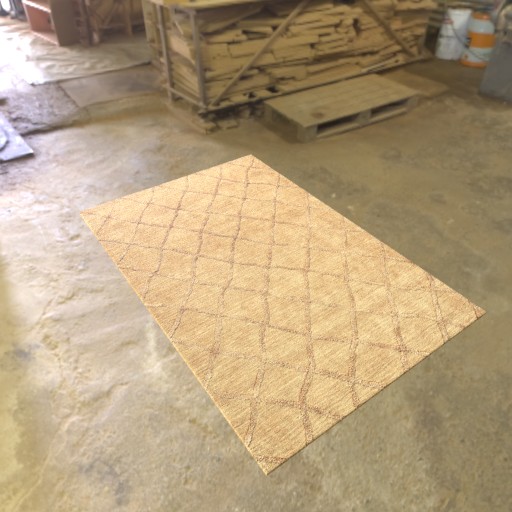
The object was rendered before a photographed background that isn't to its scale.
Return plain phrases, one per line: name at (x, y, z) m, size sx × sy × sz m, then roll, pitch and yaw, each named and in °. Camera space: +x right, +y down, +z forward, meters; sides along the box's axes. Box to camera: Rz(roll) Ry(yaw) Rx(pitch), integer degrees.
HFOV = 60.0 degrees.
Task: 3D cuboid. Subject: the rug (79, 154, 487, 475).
rug at (0.000, 0.000, 2.845) m, size 1.528 × 0.014 × 2.292 m, roll -25°, pitch 46°, yaw -26°
